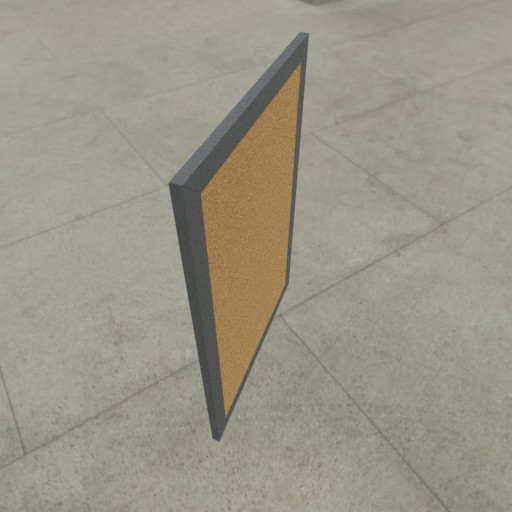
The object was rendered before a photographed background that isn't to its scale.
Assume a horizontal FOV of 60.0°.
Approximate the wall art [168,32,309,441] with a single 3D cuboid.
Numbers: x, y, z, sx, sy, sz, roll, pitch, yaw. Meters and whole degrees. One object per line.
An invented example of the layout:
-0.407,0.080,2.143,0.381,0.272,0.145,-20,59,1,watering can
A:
0.000,0.000,0.687,0.013,0.534,0.380,15,48,15,wall art
